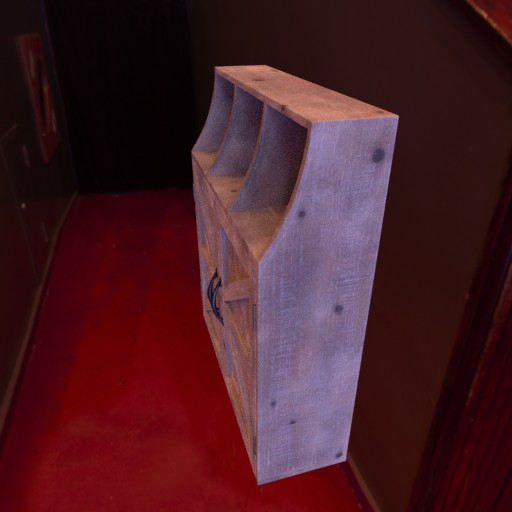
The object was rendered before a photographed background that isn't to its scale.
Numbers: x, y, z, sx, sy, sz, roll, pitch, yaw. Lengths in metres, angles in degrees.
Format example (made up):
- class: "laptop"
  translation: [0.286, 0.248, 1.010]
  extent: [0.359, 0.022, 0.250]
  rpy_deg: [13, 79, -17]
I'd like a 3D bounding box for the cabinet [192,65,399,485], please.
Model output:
- class: "cabinet"
  translation: [0.000, 0.000, 0.814]
  extent: [0.184, 0.590, 0.489]
  rpy_deg: [-8, 31, -14]
